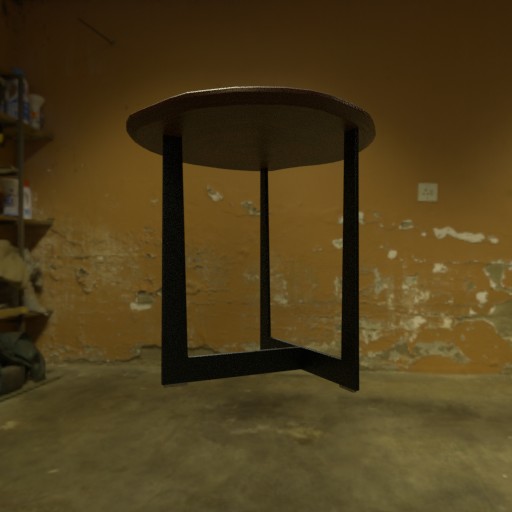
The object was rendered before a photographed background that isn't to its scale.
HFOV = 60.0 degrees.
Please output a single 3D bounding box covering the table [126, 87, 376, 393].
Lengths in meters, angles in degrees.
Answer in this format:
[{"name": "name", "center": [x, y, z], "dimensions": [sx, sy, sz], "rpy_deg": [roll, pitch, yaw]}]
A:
[{"name": "table", "center": [0.000, 0.000, 0.873], "dimensions": [0.494, 0.476, 0.477], "rpy_deg": [1, -2, -36]}]
